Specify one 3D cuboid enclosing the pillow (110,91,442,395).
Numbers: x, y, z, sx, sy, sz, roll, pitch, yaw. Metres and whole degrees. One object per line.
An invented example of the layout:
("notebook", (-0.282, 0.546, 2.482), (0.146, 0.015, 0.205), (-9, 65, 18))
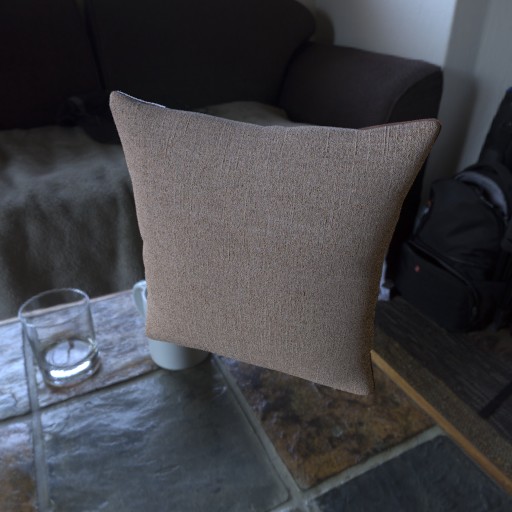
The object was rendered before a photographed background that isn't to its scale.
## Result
("pillow", (0.000, 0.000, 0.666), (0.437, 0.448, 0.147), (10, 33, 16))
